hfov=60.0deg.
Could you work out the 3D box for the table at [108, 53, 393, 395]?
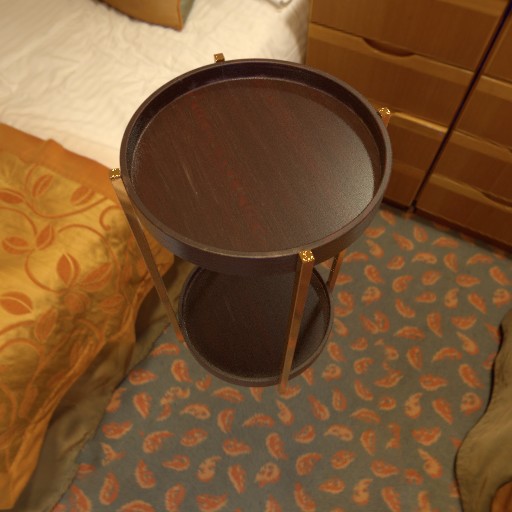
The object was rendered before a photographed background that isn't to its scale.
[{"bbox_3d":[0.000,0.000,0.864,0.400,0.610,0.400,-15,60,-9],"label":"table"}]
